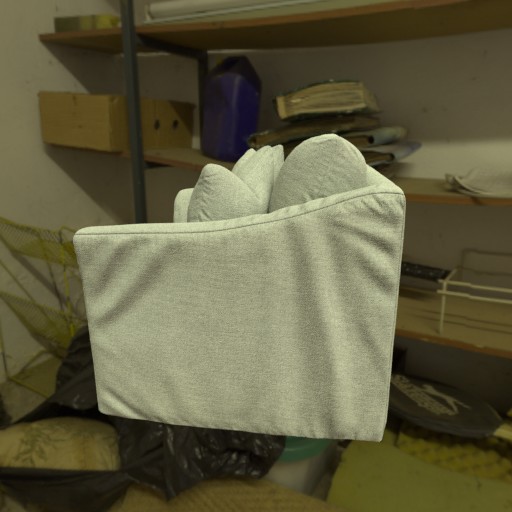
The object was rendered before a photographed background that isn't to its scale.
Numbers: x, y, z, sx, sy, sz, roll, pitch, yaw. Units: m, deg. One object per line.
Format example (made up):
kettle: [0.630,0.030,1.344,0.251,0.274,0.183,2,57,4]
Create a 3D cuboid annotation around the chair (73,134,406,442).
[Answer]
chair: [0.000,0.000,1.992,1.071,1.059,1.194,2,16,8]
